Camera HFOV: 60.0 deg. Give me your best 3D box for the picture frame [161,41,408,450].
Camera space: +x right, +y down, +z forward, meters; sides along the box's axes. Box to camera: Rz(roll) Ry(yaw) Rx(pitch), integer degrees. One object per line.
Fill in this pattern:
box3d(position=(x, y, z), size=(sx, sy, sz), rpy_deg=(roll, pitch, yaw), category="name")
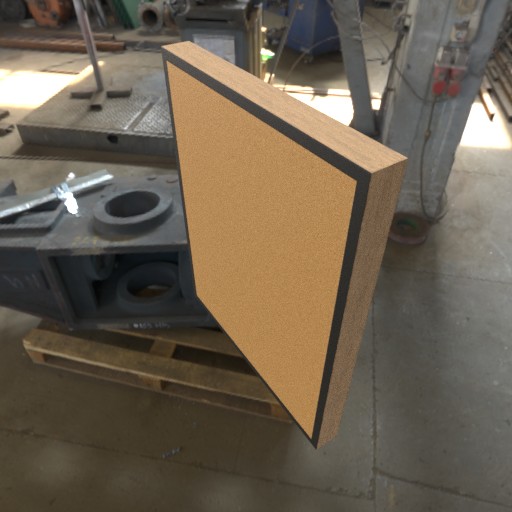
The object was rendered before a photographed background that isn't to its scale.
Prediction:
box3d(position=(0.000, 0.000, 0.696), size=(0.046, 0.526, 0.421), rpy_deg=(-24, 47, -25), category="picture frame")
